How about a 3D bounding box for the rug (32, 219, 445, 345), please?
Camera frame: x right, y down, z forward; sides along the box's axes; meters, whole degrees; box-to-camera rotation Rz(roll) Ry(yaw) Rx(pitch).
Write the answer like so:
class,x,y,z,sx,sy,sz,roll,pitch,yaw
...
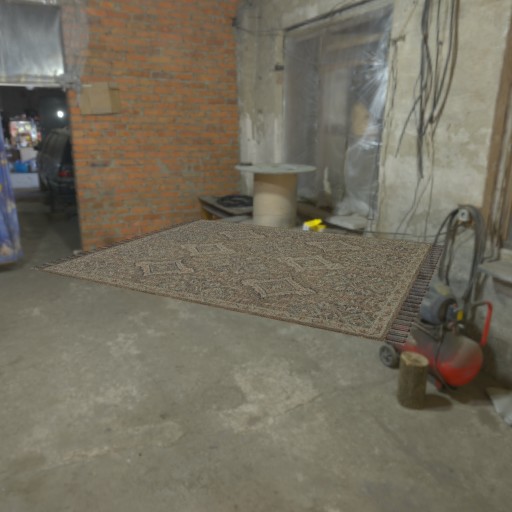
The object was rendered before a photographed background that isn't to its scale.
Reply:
class,x,y,z,sx,sy,sz,roll,pitch,yaw
rug,0.000,0.000,4.120,3.056,0.010,2.437,8,18,26
